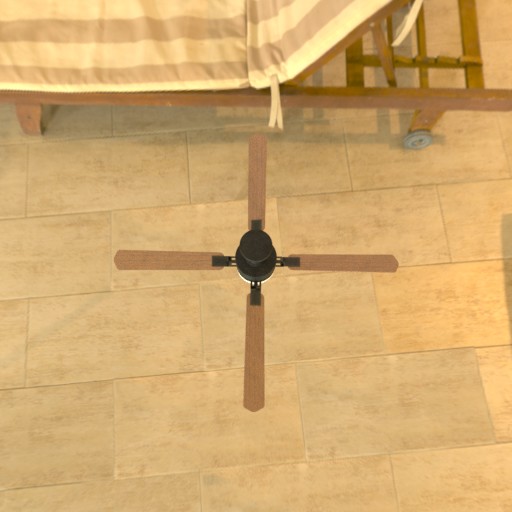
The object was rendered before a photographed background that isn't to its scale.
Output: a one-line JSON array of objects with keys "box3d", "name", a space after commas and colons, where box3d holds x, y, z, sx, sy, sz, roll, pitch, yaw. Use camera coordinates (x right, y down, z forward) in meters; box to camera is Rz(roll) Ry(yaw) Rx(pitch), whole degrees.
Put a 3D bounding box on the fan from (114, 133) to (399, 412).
[{"box3d": [0.000, 0.000, 1.952, 1.320, 0.355, 1.320, 1, 76, 0], "name": "fan"}]
